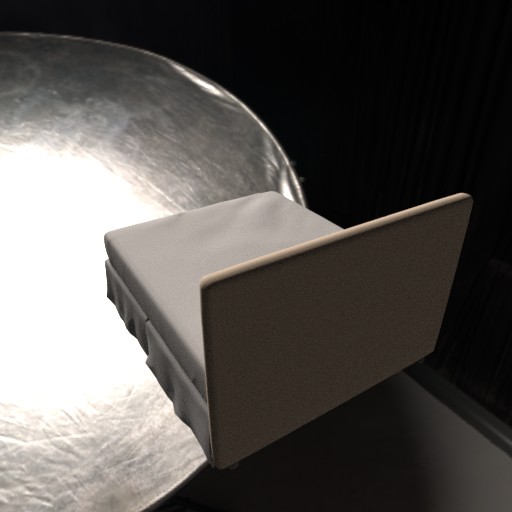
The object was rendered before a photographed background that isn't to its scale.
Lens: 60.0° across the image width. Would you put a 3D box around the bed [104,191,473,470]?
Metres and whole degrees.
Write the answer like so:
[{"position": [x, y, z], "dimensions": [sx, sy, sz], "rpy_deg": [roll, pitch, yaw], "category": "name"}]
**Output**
[{"position": [0.000, 0.000, 3.343], "dimensions": [1.884, 1.330, 2.142], "rpy_deg": [-18, 35, -28], "category": "bed"}]
